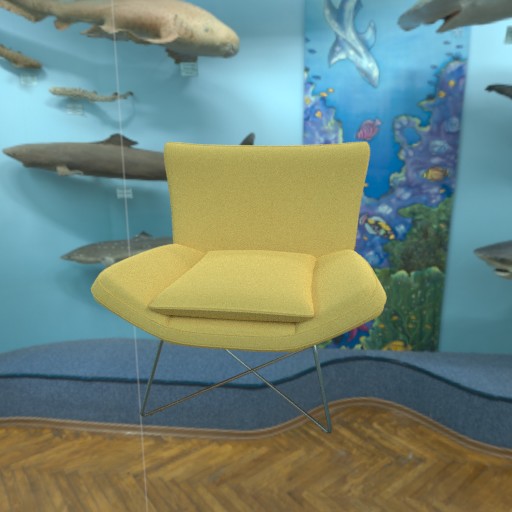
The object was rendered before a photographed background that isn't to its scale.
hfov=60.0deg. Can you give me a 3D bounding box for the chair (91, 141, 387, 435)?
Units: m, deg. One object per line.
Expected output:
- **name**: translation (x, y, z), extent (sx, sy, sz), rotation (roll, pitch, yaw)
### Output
- **chair**: translation (0.000, 0.000, 1.700), extent (0.859, 0.855, 1.008), rotation (2, 14, 8)
